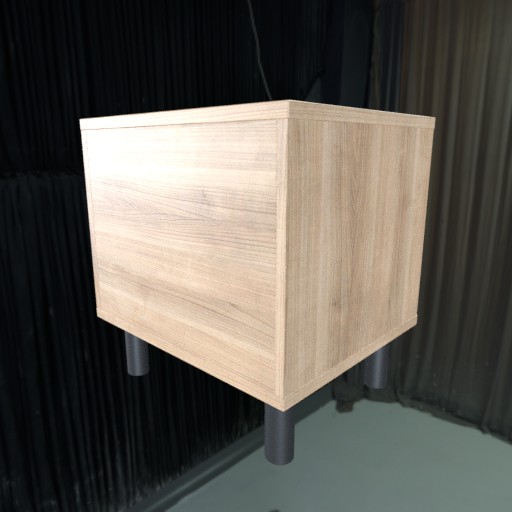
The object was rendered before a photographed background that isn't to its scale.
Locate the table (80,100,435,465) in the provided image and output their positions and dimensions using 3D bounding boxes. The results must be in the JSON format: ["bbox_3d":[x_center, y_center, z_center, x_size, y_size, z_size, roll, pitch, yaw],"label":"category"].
[{"bbox_3d":[0.000,0.000,0.775,0.445,0.460,0.380,13,18,42],"label":"table"}]
